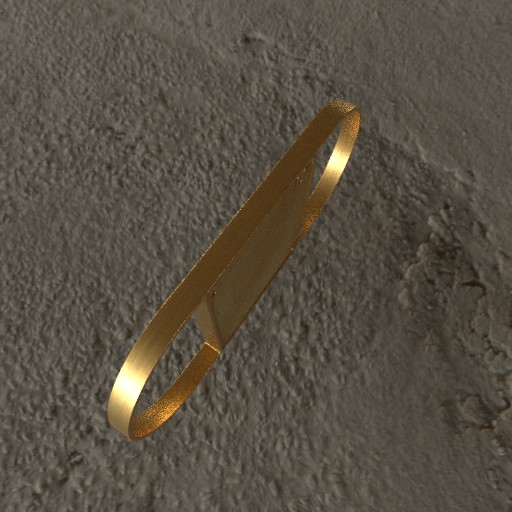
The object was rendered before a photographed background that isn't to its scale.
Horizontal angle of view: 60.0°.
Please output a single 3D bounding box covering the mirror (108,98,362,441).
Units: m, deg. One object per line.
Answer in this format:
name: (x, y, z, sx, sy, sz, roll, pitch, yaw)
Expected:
mirror: (0.000, 0.000, 0.650, 0.032, 0.254, 0.584, 31, 67, 14)
